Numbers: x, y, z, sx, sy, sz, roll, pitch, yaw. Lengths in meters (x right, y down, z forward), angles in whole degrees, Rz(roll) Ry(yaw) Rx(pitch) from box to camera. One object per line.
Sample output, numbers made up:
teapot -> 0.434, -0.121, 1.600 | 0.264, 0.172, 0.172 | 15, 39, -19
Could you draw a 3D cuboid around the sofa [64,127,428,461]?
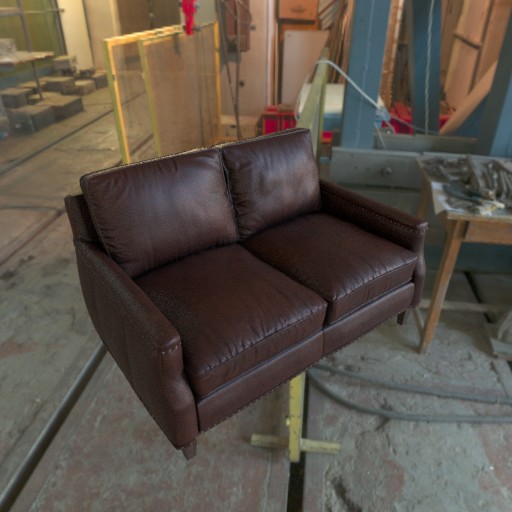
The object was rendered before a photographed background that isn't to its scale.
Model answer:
sofa -> 0.000, 0.000, 2.320 | 1.628, 1.003, 1.083 | -22, 37, -31
